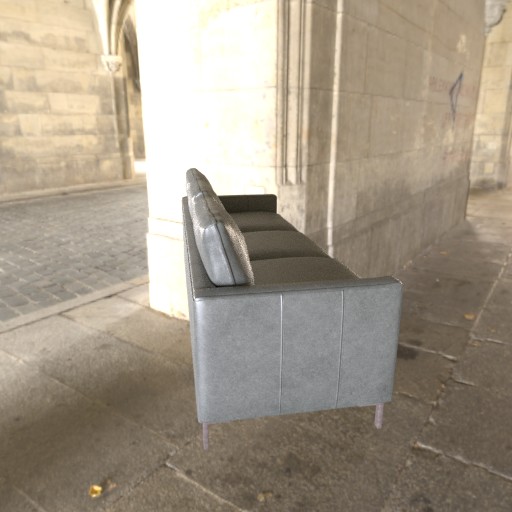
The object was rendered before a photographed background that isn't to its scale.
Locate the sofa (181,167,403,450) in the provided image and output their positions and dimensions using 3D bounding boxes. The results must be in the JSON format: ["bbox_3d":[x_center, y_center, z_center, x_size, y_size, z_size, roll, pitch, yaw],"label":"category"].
[{"bbox_3d":[0.000,0.000,2.398,0.748,0.805,2.029,-3,17,-10],"label":"sofa"}]
